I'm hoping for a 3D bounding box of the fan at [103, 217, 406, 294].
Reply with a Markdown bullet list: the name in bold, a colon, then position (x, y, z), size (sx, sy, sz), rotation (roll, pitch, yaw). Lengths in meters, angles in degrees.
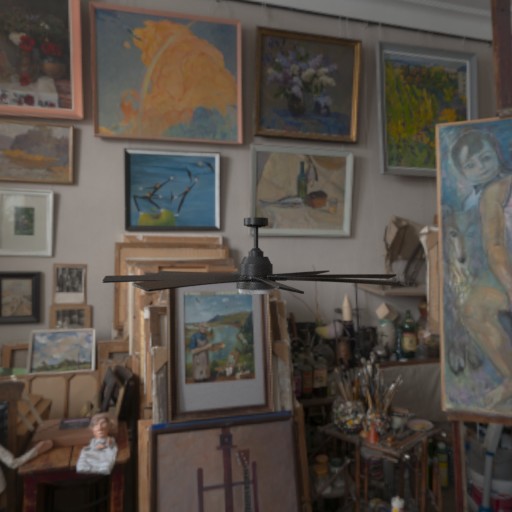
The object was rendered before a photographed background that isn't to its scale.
- **fan**: position (0.000, 0.000, 2.778), size (1.830, 0.472, 1.830), rotation (0, 1, 36)
